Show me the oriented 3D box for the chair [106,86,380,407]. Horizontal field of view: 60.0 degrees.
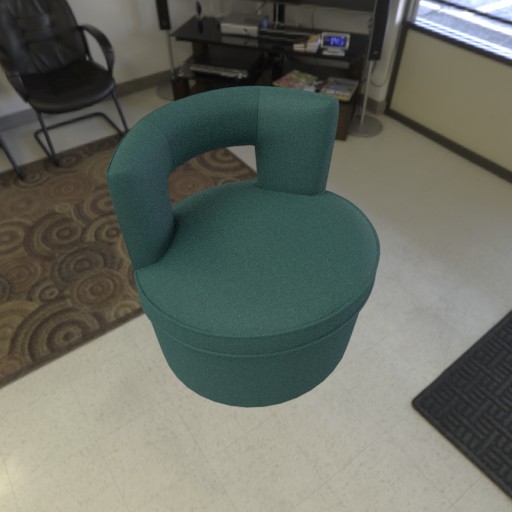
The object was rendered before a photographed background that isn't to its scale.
[{"bbox_3d":[0.000,0.000,1.262,0.684,0.711,0.660,-25,51,-22],"label":"chair"}]
